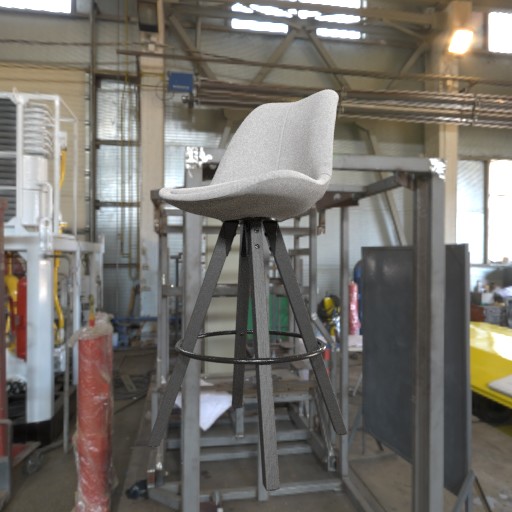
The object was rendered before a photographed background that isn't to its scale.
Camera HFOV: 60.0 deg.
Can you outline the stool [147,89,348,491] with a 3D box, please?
[{"bbox_3d":[0.000,0.000,1.369,0.485,1.115,0.550,0,0,35],"label":"stool"}]
